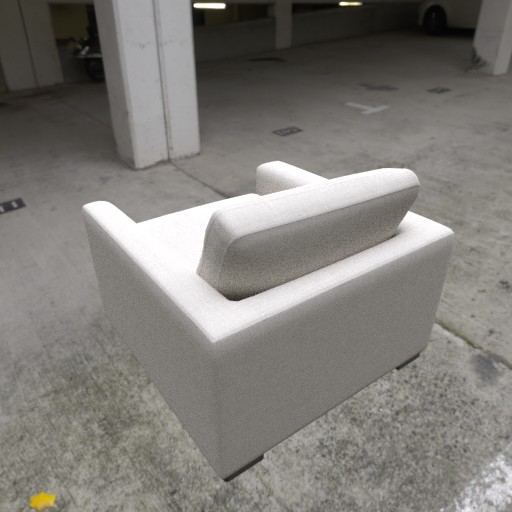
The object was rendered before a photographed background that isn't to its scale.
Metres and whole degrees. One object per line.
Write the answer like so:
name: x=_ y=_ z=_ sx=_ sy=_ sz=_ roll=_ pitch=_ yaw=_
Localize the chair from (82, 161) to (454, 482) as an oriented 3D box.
chair: x=0.000 y=0.000 z=1.853 sx=1.070 sy=0.876 sz=1.100 roll=-20 pitch=36 yaw=-30
